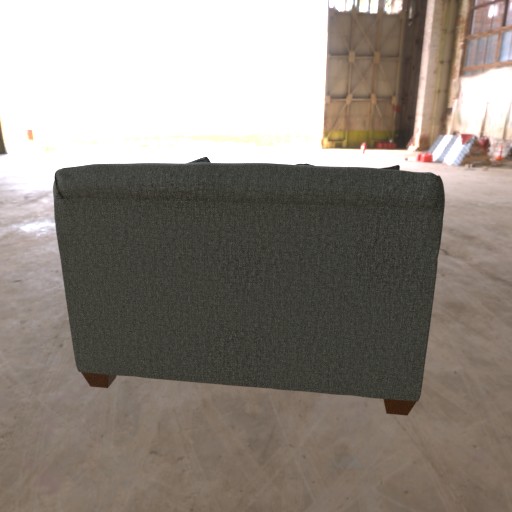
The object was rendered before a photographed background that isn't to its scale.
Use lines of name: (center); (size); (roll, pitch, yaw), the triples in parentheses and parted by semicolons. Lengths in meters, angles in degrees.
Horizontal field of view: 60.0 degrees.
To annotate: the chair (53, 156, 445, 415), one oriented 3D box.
chair: (0.000, 0.000, 2.070); (1.383, 0.948, 1.000); (3, 18, 8)
